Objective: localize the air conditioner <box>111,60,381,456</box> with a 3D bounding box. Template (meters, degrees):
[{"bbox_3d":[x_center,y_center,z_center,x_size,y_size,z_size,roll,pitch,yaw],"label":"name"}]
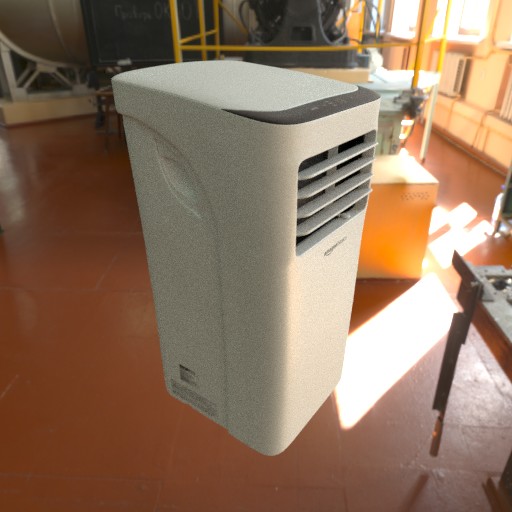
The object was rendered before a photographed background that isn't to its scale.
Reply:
[{"bbox_3d":[0.000,0.000,0.911,0.369,0.716,0.352,19,34,32],"label":"air conditioner"}]
